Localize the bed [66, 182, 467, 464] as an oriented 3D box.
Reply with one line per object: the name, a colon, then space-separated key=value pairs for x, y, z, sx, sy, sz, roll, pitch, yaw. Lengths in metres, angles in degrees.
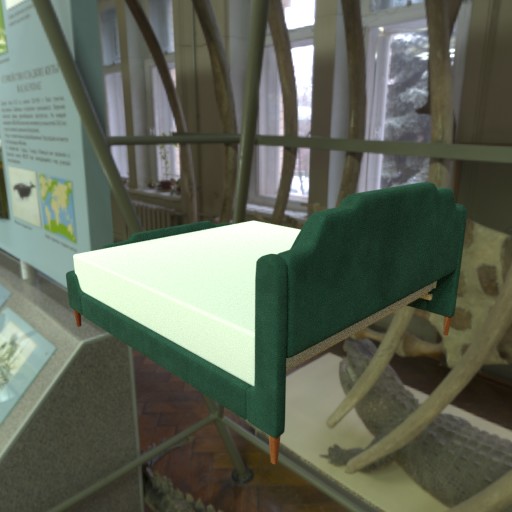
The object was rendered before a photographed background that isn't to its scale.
bed: x=0.000 y=0.000 z=3.442 sx=2.074 sy=1.245 sz=2.340 roll=-15 pitch=21 yaw=-43
